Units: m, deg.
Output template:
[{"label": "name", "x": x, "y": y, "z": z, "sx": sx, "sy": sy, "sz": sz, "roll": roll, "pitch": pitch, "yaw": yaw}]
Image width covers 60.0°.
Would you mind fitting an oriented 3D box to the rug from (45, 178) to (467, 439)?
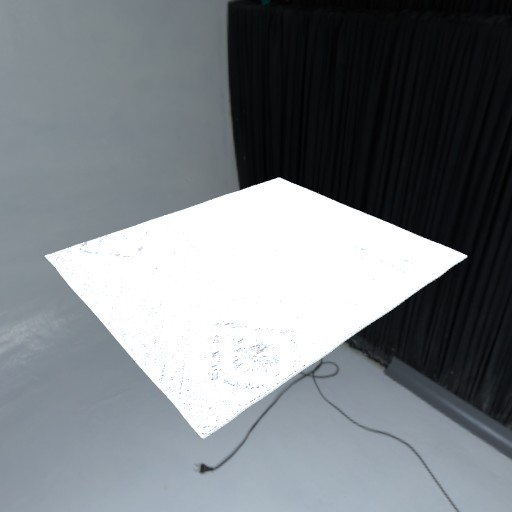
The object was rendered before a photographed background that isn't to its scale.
[{"label": "rug", "x": 0.000, "y": 0.000, "z": 0.879, "sx": 0.639, "sy": 0.006, "sz": 0.548, "roll": -24, "pitch": 39, "yaw": -34}]
